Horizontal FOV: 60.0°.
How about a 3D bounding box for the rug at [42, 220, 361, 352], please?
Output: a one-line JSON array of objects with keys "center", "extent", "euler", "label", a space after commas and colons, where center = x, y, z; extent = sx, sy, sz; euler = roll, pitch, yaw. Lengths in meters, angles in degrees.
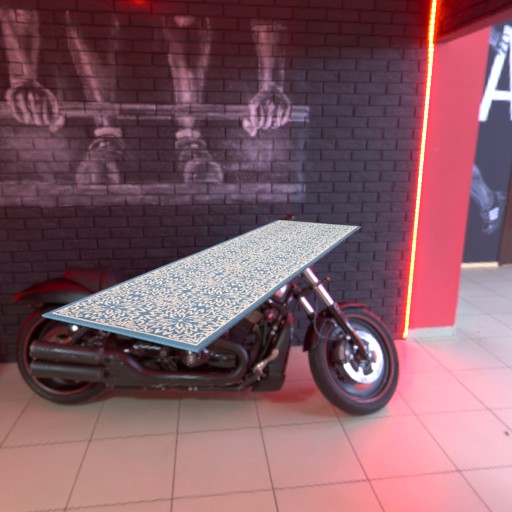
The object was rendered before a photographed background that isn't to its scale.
[{"center": [0.000, 0.000, 2.408], "extent": [0.662, 0.011, 2.196], "euler": [7, 16, 24], "label": "rug"}]
